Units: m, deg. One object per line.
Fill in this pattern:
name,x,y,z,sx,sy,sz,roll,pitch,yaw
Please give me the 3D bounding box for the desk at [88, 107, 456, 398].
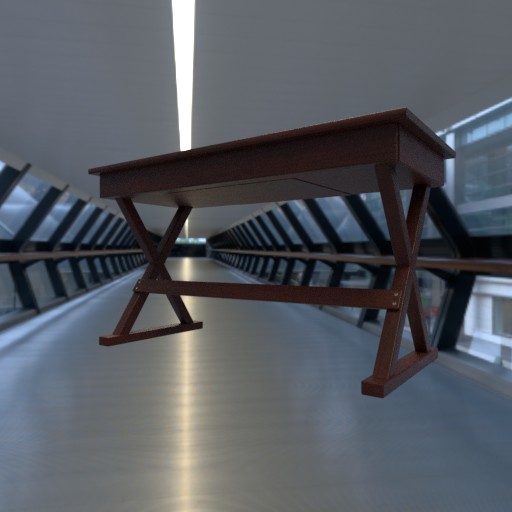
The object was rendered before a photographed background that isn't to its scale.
desk,0.000,0.000,1.776,1.372,0.761,0.600,0,0,36
